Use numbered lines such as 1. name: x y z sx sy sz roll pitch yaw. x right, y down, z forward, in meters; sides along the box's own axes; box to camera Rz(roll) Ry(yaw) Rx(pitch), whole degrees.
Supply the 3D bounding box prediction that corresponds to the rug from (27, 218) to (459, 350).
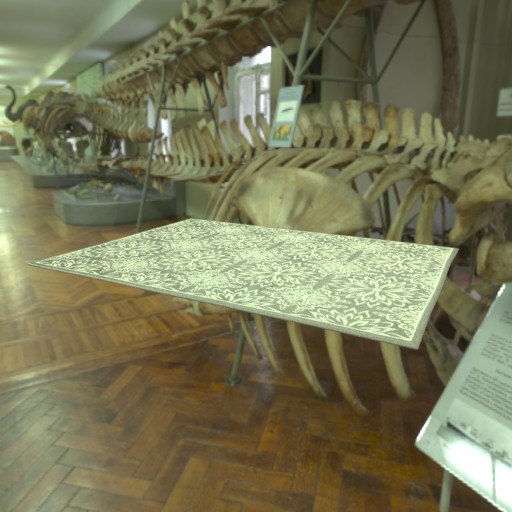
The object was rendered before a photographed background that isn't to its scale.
1. rug: 0.000 0.000 2.794 2.213 0.014 1.608 8 18 27
